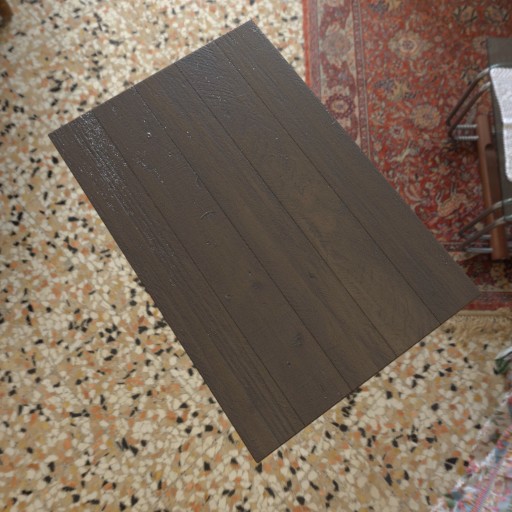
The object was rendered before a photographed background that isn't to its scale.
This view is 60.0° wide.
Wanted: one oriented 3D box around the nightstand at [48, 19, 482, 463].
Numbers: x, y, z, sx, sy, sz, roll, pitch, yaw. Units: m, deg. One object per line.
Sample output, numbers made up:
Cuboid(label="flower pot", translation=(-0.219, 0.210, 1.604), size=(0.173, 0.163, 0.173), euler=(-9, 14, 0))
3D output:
Cuboid(label="nightstand", translation=(0.000, 0.000, 1.032), size=(0.450, 0.599, 0.650), euler=(-34, 77, -9))
